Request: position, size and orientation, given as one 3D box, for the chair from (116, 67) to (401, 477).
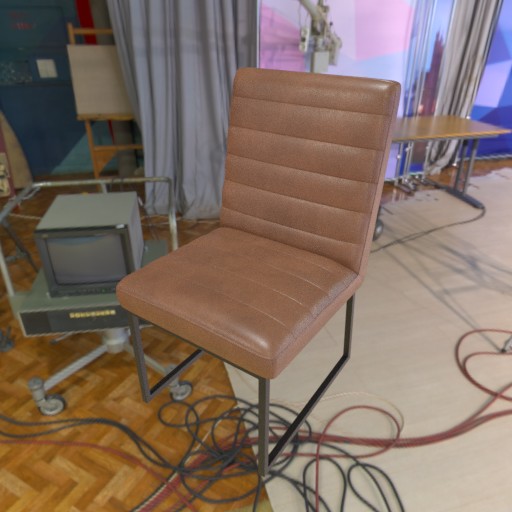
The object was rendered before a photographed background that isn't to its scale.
[{"bbox_3d":[0.000,0.000,1.277,0.520,0.930,0.634,19,35,29],"label":"chair"}]
